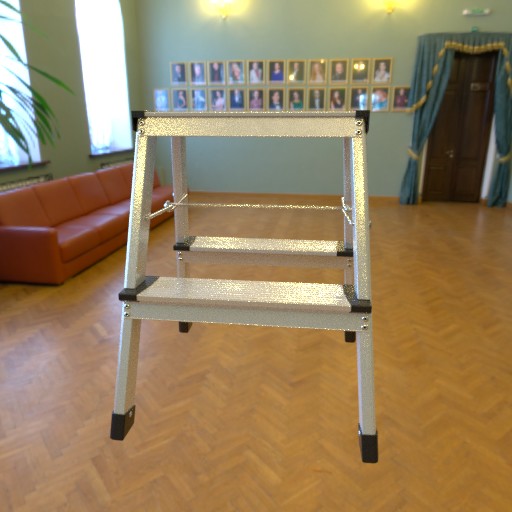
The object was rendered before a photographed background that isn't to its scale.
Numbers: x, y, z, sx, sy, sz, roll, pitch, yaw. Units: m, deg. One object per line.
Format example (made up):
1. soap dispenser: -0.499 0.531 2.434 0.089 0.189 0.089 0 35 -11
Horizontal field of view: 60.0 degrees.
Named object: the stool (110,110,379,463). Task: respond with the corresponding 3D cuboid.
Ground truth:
1. stool: 0.000 0.000 0.774 0.404 0.480 0.405 2 17 7
